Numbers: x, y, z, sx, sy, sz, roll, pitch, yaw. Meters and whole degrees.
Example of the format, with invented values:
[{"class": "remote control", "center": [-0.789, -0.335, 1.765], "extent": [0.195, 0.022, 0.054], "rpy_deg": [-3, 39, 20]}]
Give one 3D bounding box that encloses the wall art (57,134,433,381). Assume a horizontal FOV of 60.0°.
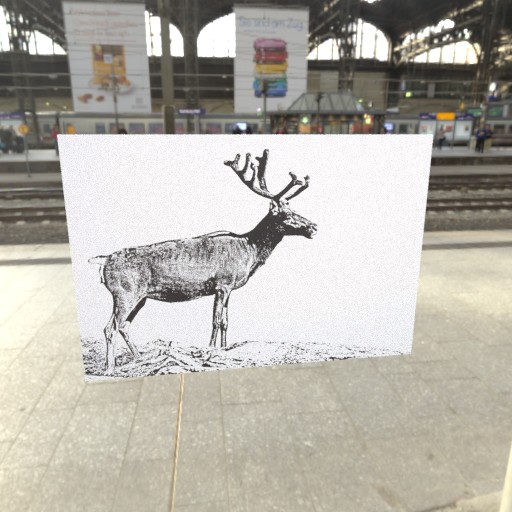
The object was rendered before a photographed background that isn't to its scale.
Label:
[{"class": "wall art", "center": [0.000, 0.000, 0.784], "extent": [0.608, 0.414, 0.042], "rpy_deg": [-3, 16, -9]}]
